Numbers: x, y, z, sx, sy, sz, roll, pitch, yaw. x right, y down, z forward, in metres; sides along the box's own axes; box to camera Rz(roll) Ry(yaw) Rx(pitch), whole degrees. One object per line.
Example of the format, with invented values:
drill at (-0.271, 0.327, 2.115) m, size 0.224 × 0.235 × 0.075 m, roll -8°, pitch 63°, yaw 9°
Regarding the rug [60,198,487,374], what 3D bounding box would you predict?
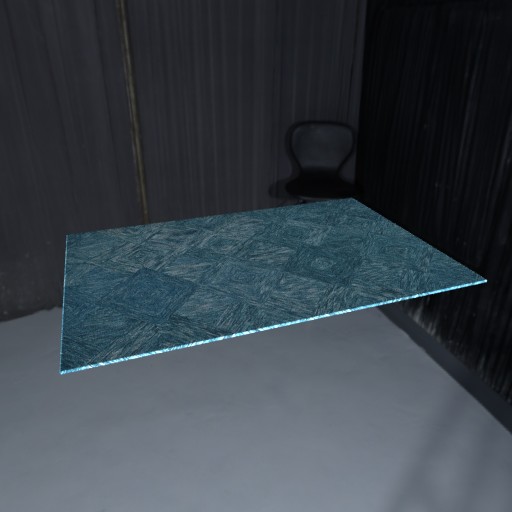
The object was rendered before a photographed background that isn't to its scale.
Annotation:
rug at (0.000, 0.000, 2.818) m, size 2.277 × 0.015 × 1.490 m, roll -9°, pitch 28°, yaw -18°
